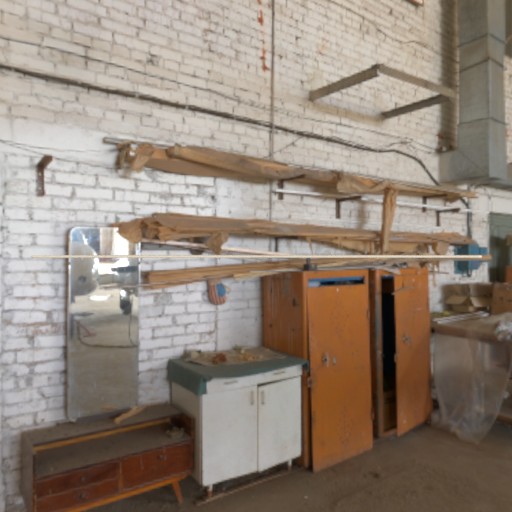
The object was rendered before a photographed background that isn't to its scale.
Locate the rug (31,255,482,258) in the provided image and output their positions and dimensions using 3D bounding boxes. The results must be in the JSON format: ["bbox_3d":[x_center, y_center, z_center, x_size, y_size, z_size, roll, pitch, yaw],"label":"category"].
[{"bbox_3d":[0.000,0.000,4.176,3.051,0.020,2.407,0,0,0],"label":"rug"}]
